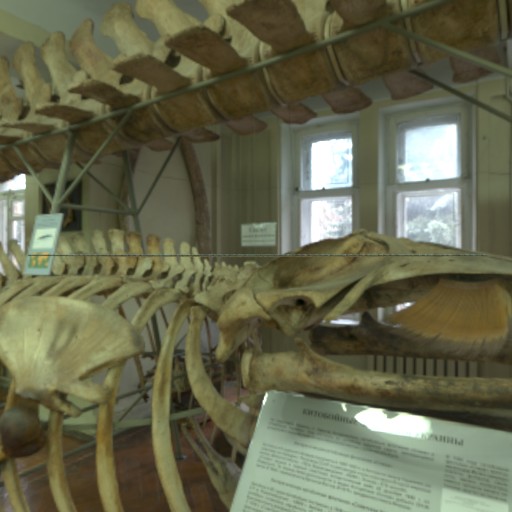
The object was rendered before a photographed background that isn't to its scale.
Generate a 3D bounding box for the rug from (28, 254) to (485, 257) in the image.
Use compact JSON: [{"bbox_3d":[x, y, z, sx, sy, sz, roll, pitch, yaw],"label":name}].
[{"bbox_3d":[0.000,0.000,5.244,3.957,0.011,2.894,0,0,-1],"label":"rug"}]
